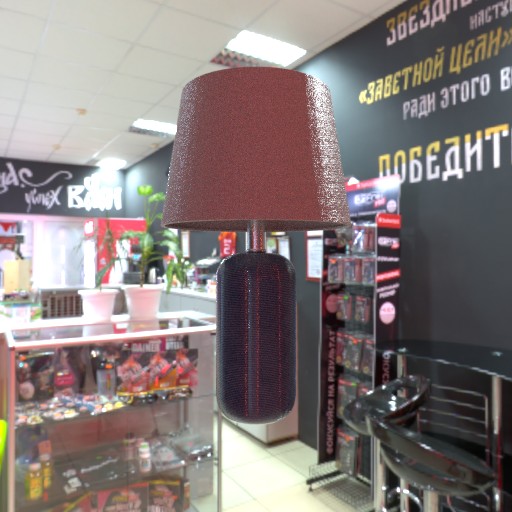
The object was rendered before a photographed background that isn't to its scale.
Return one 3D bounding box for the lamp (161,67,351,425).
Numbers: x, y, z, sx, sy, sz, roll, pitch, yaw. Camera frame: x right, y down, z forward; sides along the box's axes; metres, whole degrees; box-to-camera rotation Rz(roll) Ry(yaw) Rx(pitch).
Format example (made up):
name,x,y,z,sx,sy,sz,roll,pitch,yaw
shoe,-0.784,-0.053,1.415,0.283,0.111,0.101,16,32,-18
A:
name,x,y,z,sx,sy,sz,roll,pitch,yaw
lamp,0.000,0.000,0.600,0.253,0.428,0.253,0,0,0
